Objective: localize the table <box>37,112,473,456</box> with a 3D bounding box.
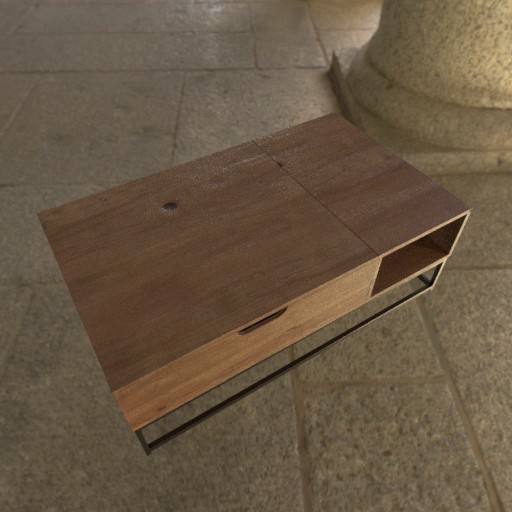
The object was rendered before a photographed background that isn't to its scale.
[{"bbox_3d":[0.000,0.000,1.443,1.101,0.395,0.655,-24,52,-21],"label":"table"}]
